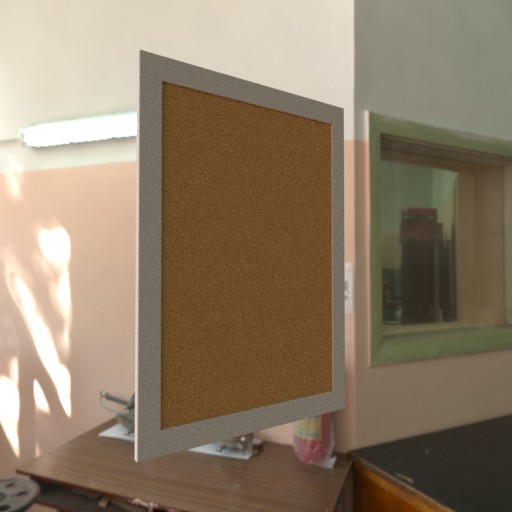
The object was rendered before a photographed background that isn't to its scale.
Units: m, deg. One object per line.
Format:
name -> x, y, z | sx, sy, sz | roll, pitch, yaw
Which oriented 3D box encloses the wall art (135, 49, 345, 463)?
wall art -> 0.000, 0.000, 0.678 | 0.374, 0.529, 0.012 | 1, -1, -35
